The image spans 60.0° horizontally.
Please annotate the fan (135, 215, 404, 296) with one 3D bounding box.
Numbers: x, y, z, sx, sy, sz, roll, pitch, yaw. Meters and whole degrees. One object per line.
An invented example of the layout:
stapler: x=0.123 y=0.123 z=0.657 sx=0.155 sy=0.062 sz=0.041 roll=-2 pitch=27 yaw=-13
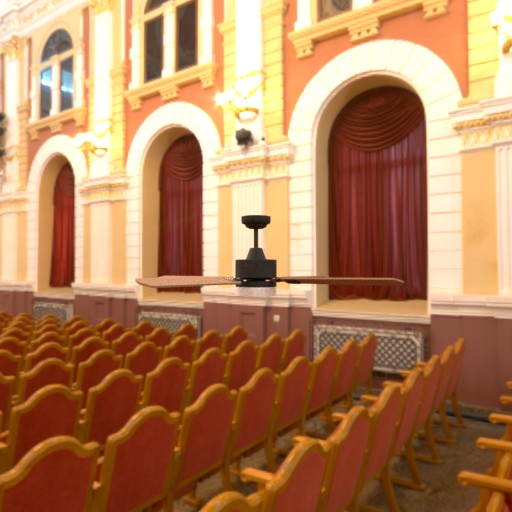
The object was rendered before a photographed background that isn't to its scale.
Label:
fan: x=0.000 y=0.000 z=2.000 sx=1.320 sy=0.355 sz=1.320 roll=-1 pitch=-2 yaw=36
